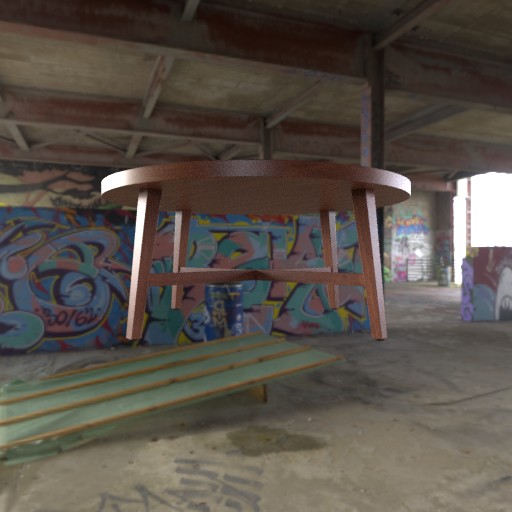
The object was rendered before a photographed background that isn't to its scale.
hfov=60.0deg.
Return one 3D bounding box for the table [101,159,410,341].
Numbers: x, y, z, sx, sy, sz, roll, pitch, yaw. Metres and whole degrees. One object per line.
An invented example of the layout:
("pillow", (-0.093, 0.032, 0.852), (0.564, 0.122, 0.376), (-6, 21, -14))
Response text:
("table", (0.000, 0.000, 1.217), (0.800, 0.360, 0.800), (0, 0, 0))
